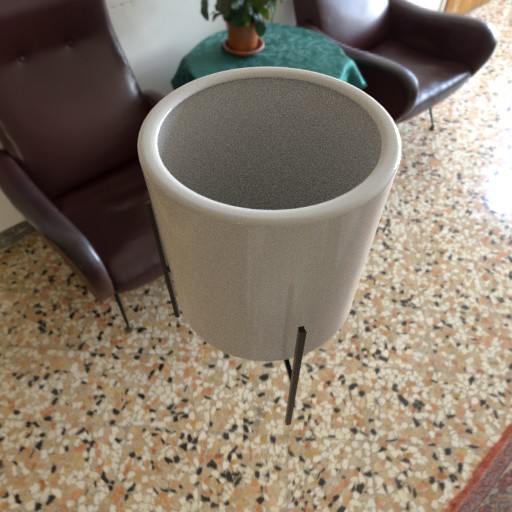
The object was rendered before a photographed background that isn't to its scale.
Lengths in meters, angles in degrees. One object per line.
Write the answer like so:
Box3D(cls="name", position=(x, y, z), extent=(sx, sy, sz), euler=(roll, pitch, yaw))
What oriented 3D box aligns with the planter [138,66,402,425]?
Box3D(cls="planter", position=(0.000, 0.000, 0.641), extent=(0.308, 0.431, 0.307), euler=(10, 51, 8))
